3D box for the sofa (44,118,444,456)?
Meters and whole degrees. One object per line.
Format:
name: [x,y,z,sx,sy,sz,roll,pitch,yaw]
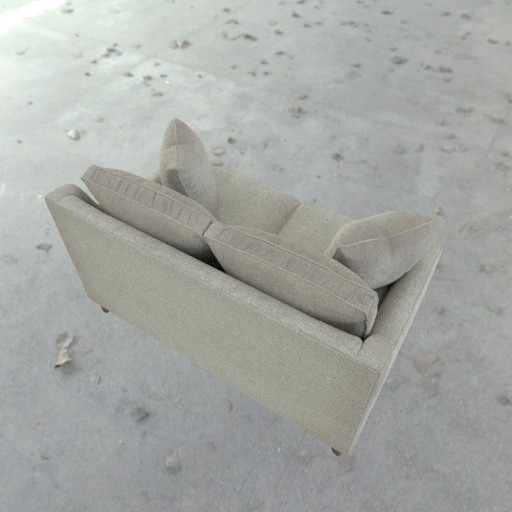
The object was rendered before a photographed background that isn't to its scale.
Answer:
sofa: [0.000,0.000,1.982,1.422,0.863,0.915,25,52,22]
